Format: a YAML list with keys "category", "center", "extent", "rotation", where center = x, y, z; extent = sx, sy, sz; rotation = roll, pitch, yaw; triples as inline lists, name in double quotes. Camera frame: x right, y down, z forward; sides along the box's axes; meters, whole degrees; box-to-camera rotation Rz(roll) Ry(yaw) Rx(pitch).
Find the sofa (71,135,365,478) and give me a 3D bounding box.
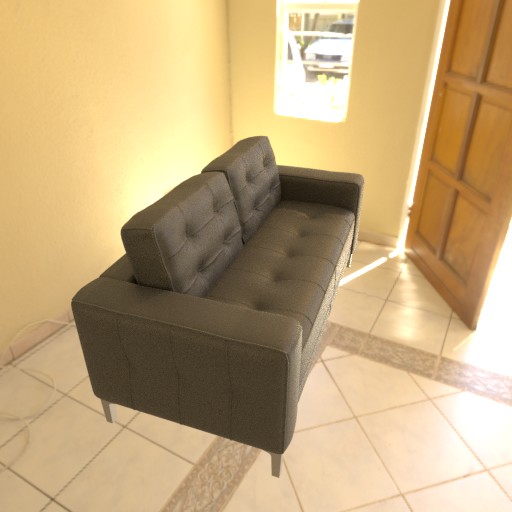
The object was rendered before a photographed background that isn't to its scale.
- category: "sofa"
  center: [0.000, 0.000, 2.232]
  extent: [0.833, 0.892, 1.726]
  rotation: [10, 31, 17]
